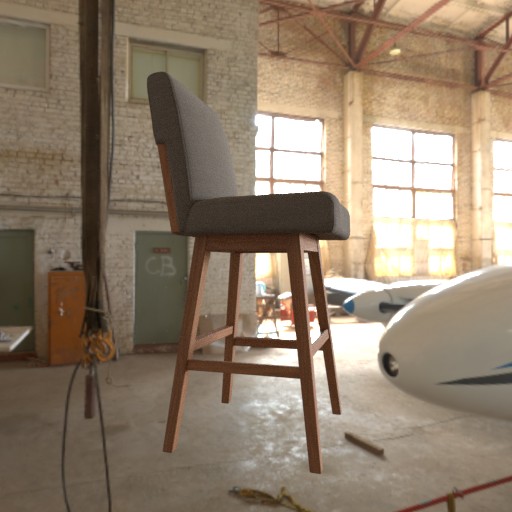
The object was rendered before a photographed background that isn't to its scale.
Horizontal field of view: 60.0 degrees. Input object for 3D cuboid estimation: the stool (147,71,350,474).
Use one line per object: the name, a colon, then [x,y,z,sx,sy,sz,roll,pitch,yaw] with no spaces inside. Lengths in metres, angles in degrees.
stool: [0.000,0.000,1.429,0.570,1.112,0.483,0,-1,17]
